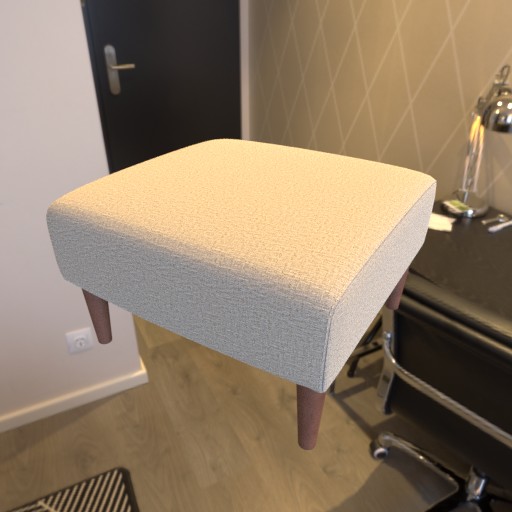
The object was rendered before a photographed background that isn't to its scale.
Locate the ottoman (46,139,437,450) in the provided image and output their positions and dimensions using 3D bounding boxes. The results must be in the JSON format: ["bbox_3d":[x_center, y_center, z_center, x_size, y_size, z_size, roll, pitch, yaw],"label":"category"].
[{"bbox_3d":[0.000,0.000,1.055,0.650,0.398,0.649,17,34,28],"label":"ottoman"}]
